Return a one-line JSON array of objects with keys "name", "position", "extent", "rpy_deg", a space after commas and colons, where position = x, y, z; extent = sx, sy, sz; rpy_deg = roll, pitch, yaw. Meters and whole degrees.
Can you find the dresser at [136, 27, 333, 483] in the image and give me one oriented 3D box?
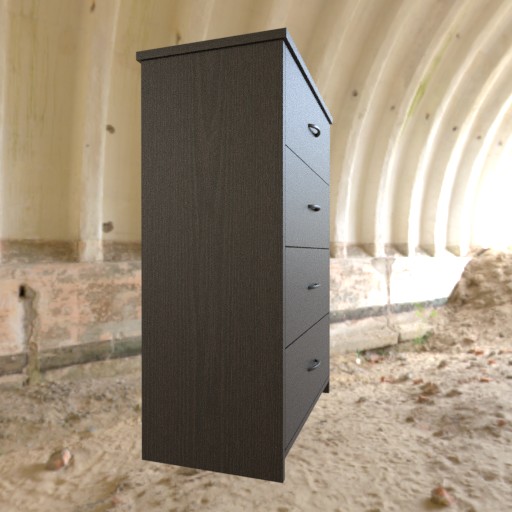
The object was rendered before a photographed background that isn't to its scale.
[{"name": "dresser", "position": [0.000, 0.000, 1.379], "extent": [0.399, 1.020, 0.704], "rpy_deg": [0, 0, 18]}]
